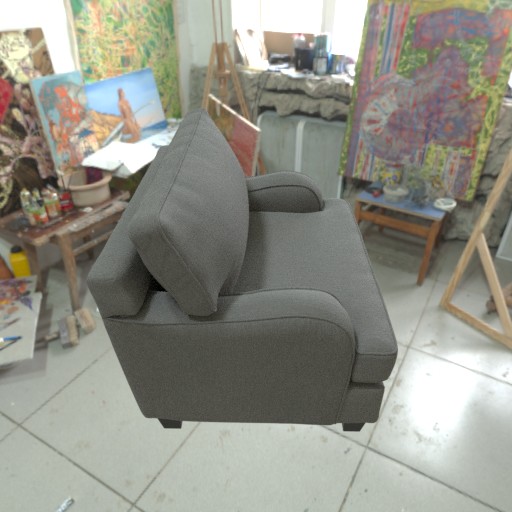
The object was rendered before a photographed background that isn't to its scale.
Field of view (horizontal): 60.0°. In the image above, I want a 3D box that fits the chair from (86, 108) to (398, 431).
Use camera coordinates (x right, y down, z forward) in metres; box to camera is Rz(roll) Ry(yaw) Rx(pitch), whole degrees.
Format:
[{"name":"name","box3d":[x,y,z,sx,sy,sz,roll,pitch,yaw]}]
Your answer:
[{"name":"chair","box3d":[0.000,0.000,2.013,1.041,1.016,1.220,1,34,1]}]
